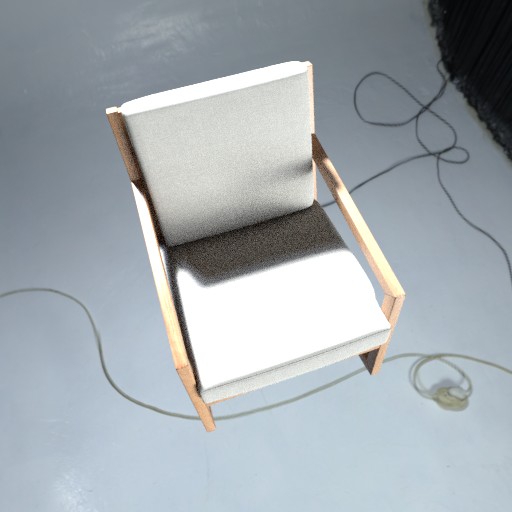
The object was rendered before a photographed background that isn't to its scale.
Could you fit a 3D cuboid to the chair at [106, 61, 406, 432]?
[{"bbox_3d":[0.000,0.000,1.422,0.622,0.790,0.857,-17,65,-8],"label":"chair"}]
